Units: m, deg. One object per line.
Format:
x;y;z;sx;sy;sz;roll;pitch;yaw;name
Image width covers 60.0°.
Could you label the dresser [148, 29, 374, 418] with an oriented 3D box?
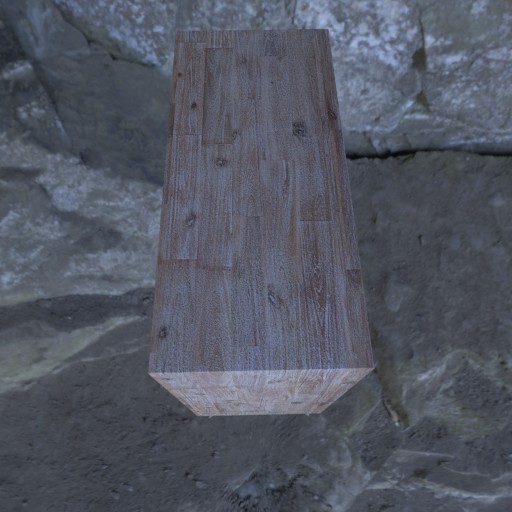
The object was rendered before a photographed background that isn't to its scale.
0.000;0.000;1.566;0.455;1.029;0.998;-1;65;-1;dresser
